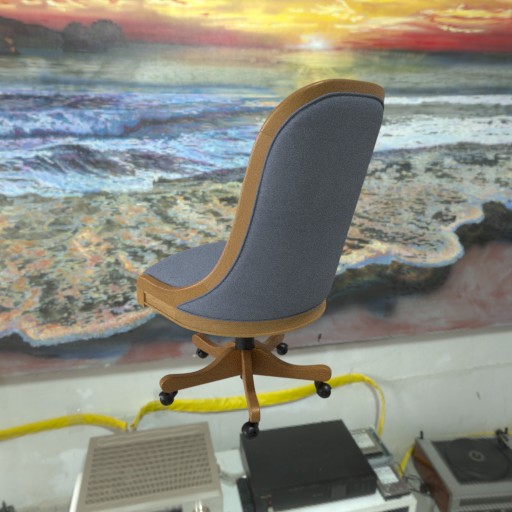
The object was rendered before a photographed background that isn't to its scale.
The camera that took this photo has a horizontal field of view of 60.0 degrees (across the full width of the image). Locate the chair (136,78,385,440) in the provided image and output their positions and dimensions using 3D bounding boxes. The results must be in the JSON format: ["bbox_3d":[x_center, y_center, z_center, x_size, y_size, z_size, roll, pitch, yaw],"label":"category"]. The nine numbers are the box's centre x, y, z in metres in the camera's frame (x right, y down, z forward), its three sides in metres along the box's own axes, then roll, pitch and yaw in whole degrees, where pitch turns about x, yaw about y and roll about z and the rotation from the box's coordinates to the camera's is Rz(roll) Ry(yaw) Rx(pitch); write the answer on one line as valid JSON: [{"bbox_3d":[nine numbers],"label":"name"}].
[{"bbox_3d":[0.000,0.000,1.465,0.605,1.031,0.735,-14,21,-41],"label":"chair"}]
